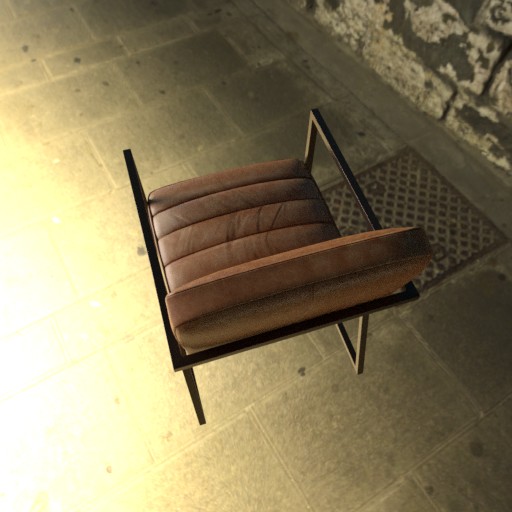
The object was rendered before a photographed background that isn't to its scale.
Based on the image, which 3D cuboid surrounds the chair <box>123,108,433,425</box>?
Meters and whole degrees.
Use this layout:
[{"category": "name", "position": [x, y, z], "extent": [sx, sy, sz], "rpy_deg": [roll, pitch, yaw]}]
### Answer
[{"category": "chair", "position": [0.000, 0.000, 1.259], "extent": [0.571, 0.832, 0.677], "rpy_deg": [-15, 59, -9]}]
